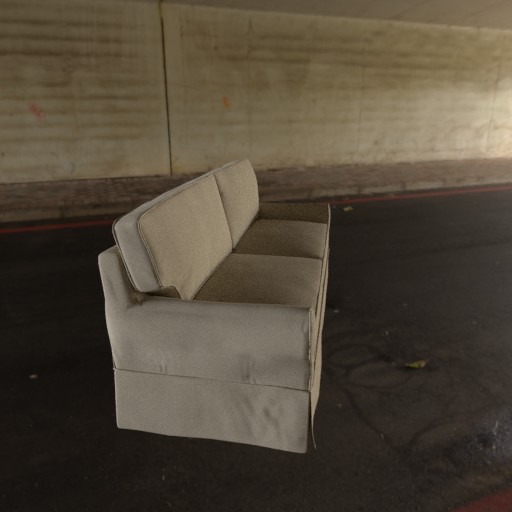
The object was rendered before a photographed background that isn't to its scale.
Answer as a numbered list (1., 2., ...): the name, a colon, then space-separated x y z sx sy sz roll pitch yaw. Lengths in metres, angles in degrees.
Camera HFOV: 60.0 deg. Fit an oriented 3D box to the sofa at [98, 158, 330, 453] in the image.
1. sofa: 0.000 0.000 2.753 0.900 1.014 2.246 3 19 10
